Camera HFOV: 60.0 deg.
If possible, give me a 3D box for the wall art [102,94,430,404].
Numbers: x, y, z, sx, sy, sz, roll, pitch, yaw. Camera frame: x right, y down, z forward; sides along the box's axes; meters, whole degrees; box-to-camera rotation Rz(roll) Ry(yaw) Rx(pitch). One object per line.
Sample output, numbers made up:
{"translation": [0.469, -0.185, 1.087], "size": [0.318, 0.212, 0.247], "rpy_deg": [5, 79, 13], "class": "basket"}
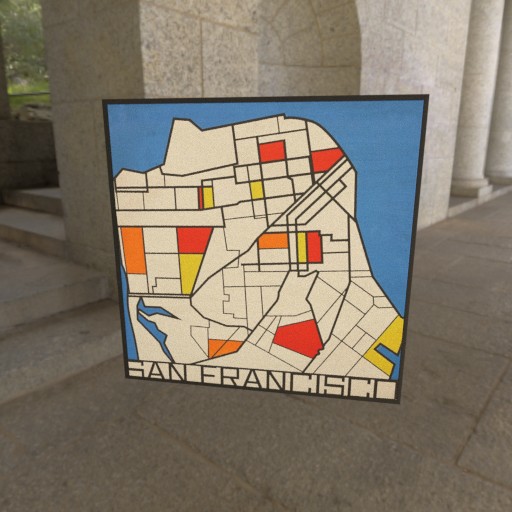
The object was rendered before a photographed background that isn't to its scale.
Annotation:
{"translation": [0.000, 0.000, 0.978], "size": [0.664, 0.663, 0.015], "rpy_deg": [3, 15, 9], "class": "wall art"}
